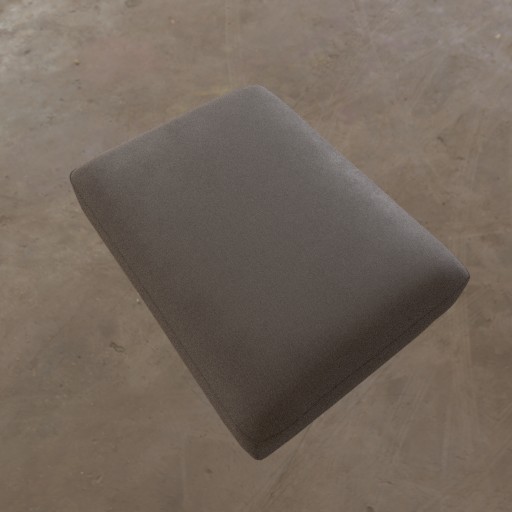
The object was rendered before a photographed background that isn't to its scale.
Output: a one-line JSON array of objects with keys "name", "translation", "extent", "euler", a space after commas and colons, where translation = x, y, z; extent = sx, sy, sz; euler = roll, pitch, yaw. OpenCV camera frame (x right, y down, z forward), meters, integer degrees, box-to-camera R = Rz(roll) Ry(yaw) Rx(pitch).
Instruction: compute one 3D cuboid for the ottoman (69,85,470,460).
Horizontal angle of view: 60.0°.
[{"name": "ottoman", "translation": [0.000, 0.000, 1.147], "extent": [0.608, 0.449, 0.811], "euler": [-32, 64, -18]}]
